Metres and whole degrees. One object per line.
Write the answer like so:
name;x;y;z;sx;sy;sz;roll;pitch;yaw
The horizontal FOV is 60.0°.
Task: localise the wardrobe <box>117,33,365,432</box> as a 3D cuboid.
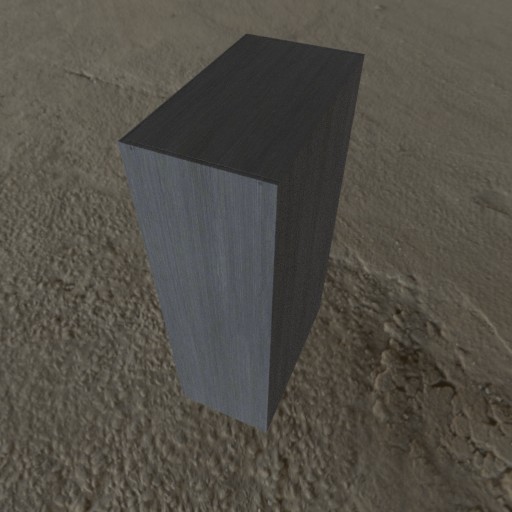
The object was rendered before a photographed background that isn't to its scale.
wardrobe;0.000;0.000;2.322;0.577;1.808;0.991;18;49;16
